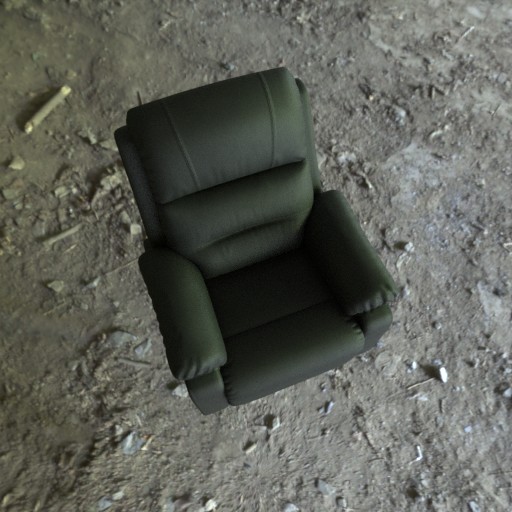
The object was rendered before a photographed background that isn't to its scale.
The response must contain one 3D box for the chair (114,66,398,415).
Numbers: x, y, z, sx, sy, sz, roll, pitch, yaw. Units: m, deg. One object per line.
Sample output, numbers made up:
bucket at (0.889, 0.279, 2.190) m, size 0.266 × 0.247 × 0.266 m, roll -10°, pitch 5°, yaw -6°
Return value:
chair at (0.000, 0.000, 1.698) m, size 0.855 × 0.992 × 0.919 m, roll -19°, pitch 65°, yaw -9°
